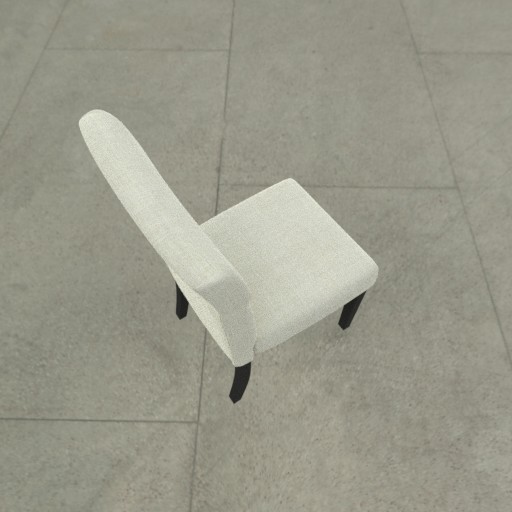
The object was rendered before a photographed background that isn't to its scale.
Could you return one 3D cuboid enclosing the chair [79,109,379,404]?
[{"bbox_3d":[0.000,0.000,1.267,0.597,0.921,0.509,-30,62,-18],"label":"chair"}]
